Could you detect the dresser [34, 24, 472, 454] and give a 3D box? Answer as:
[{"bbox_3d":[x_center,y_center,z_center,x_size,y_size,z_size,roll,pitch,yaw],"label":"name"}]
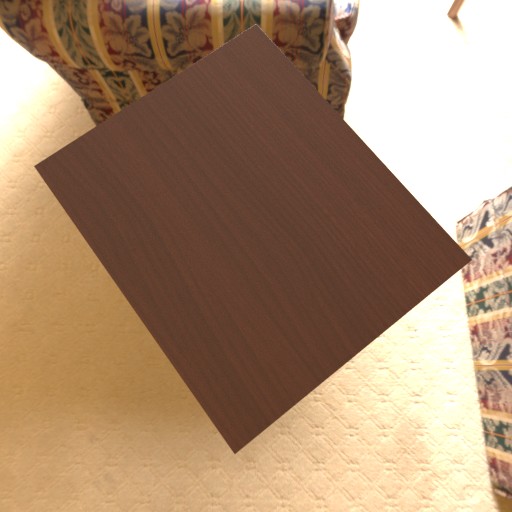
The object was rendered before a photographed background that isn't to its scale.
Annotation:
[{"bbox_3d":[0.000,0.000,0.742,0.360,0.470,0.400,-37,78,-9],"label":"dresser"}]
